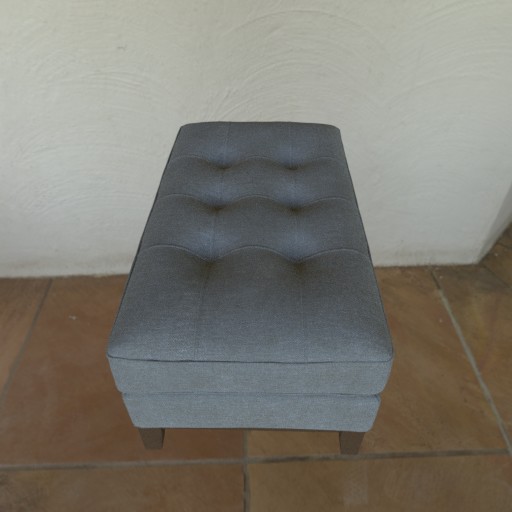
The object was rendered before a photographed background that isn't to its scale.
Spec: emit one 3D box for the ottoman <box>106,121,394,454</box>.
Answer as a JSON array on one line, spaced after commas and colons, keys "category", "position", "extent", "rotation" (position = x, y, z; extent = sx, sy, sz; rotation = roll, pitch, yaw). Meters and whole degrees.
[{"category": "ottoman", "position": [0.000, 0.000, 1.479], "extent": [0.648, 0.514, 1.143], "rotation": [1, 42, 1]}]
